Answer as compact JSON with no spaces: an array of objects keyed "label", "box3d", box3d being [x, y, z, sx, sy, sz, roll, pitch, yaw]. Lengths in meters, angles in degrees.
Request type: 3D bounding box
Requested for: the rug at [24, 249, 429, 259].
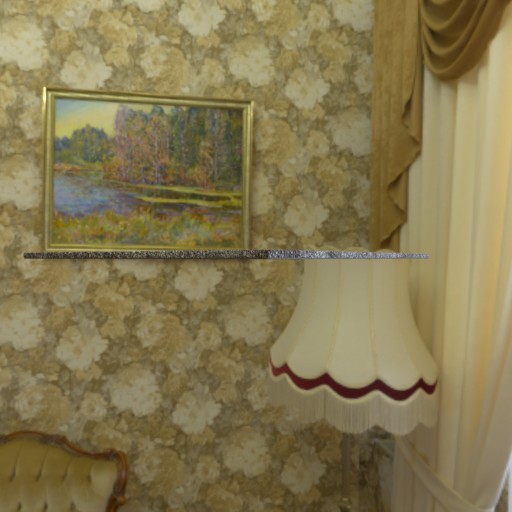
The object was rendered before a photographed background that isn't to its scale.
[{"label":"rug","box3d":[0.000,0.000,2.114,1.198,0.025,1.601,0,0,35]}]
